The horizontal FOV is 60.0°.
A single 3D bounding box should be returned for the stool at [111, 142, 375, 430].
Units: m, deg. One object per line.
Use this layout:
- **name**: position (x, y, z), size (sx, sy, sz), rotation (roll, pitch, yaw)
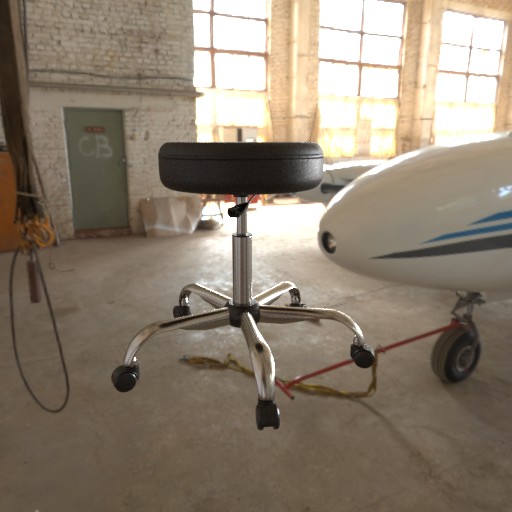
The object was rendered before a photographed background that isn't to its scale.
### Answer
- **stool**: position (0.000, 0.000, 1.155), size (0.638, 0.576, 0.673), rotation (2, 15, 10)
